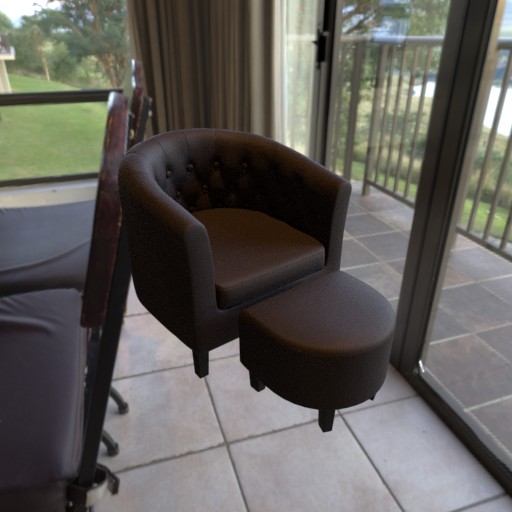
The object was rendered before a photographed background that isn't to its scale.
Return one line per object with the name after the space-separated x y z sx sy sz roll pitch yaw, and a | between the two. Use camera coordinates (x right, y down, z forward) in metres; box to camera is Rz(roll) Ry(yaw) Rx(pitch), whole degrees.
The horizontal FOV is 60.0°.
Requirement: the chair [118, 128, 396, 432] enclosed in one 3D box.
0.000 0.000 1.689 0.763 0.760 1.191 -19 33 -32 | chair
